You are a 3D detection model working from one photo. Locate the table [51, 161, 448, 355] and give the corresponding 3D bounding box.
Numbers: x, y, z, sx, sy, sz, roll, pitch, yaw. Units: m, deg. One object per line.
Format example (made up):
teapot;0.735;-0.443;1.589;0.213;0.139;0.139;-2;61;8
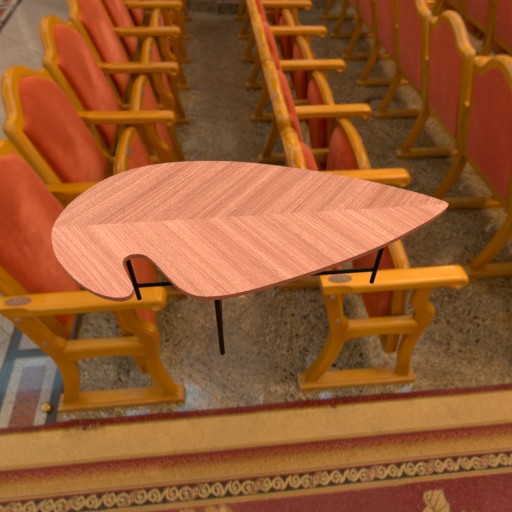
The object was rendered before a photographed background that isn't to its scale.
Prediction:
table;0.000;0.000;1.470;1.199;0.360;0.598;-4;47;-4
